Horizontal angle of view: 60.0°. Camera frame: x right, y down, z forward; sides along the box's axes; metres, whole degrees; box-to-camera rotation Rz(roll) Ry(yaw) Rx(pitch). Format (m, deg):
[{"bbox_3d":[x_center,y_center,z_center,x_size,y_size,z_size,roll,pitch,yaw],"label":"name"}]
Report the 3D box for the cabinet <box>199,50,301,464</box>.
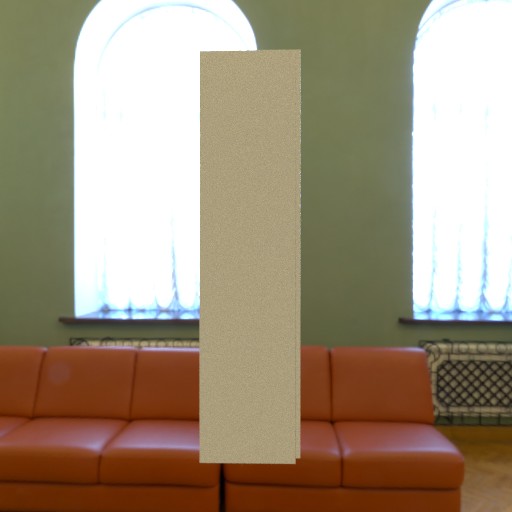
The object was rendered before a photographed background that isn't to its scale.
[{"bbox_3d":[0.000,0.000,3.890,0.590,2.370,2.700,0,0,1],"label":"cabinet"}]
